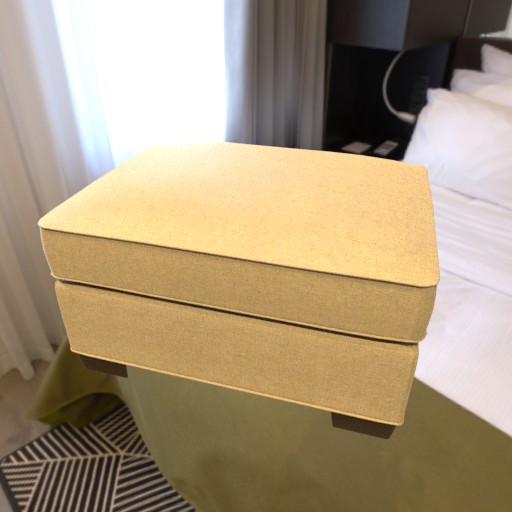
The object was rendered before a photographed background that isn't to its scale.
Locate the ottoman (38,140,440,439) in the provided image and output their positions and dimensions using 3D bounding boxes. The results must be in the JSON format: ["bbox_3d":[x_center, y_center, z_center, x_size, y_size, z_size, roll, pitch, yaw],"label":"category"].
[{"bbox_3d":[0.000,0.000,1.208,0.843,0.504,0.619,9,33,13],"label":"ottoman"}]
